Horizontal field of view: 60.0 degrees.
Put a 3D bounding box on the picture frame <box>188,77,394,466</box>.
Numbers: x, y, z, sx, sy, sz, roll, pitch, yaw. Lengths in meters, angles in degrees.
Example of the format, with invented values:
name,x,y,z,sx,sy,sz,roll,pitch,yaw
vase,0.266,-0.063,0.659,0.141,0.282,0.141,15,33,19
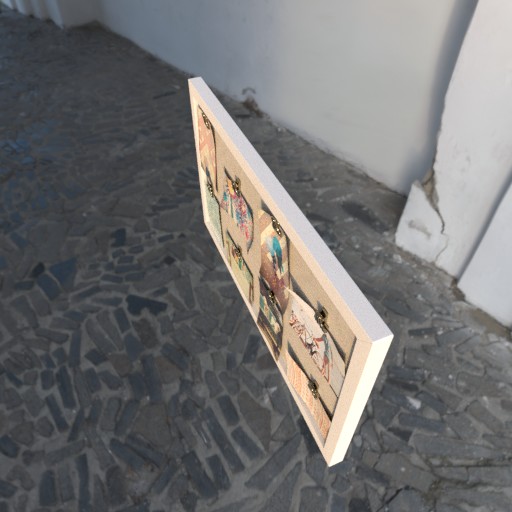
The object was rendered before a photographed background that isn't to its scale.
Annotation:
name,x,y,z,sx,sy,sz,roll,pitch,yaw
picture frame,0.000,0.000,0.798,0.044,0.379,0.647,-17,49,-15
